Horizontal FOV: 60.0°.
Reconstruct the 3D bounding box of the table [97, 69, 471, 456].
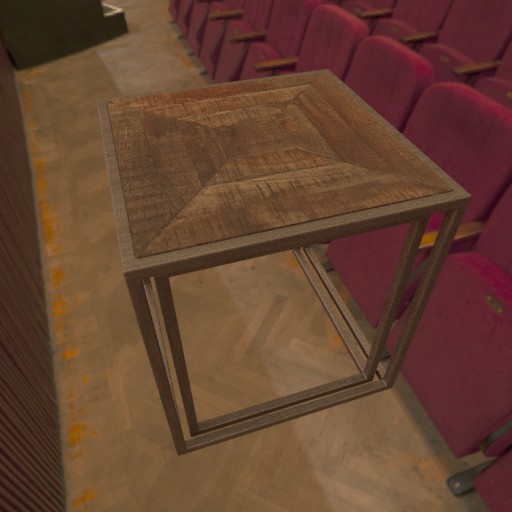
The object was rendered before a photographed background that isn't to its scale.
[{"bbox_3d":[0.000,0.000,0.854,0.450,0.500,0.449,-13,45,-13],"label":"table"}]
